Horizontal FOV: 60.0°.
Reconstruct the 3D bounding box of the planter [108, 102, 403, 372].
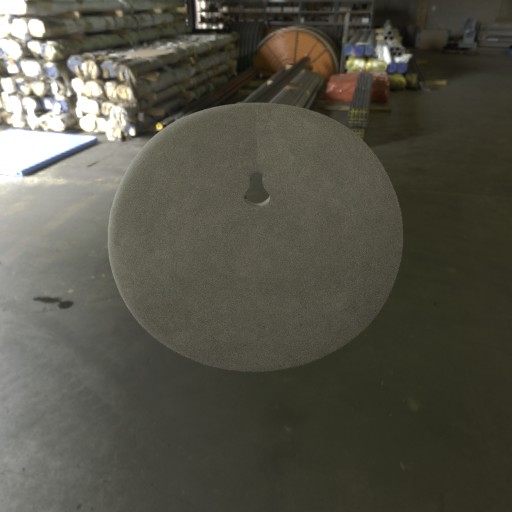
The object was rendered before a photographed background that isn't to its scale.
[{"bbox_3d":[0.000,0.000,0.283,0.185,0.188,0.071,0,30,-1],"label":"planter"}]
